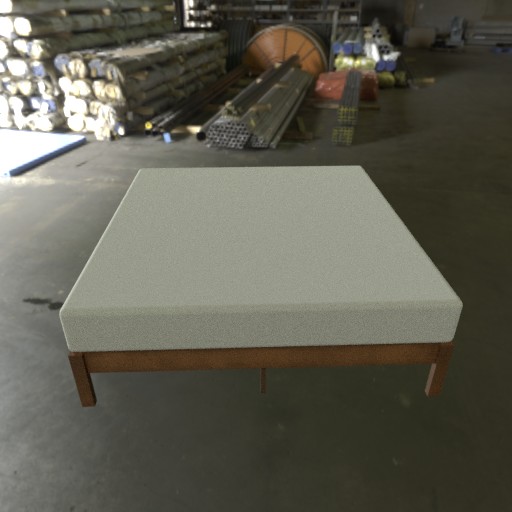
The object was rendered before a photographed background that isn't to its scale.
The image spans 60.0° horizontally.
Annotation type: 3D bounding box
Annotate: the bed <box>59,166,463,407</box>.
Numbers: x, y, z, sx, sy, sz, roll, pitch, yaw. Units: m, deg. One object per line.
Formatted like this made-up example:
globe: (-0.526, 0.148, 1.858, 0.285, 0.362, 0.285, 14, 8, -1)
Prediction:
bed: (0.000, 0.000, 3.110, 1.930, 0.616, 2.049, -1, 30, -2)
